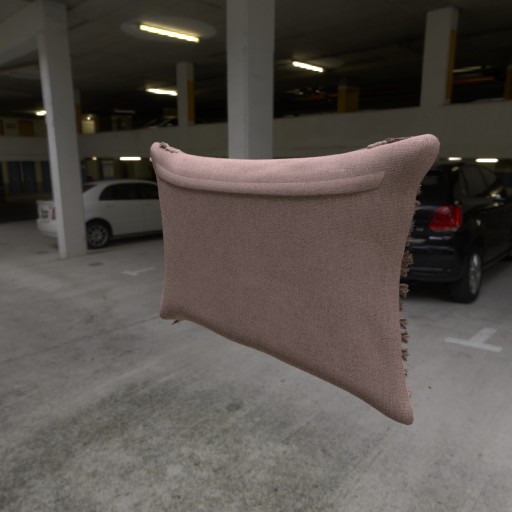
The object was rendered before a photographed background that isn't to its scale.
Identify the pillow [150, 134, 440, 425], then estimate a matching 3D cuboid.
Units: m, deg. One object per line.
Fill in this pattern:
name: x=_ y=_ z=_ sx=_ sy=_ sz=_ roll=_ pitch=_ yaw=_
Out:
pillow: x=0.000 y=0.000 z=0.593 sx=0.466 sy=0.305 sz=0.084 roll=12 pitch=17 yaw=42
